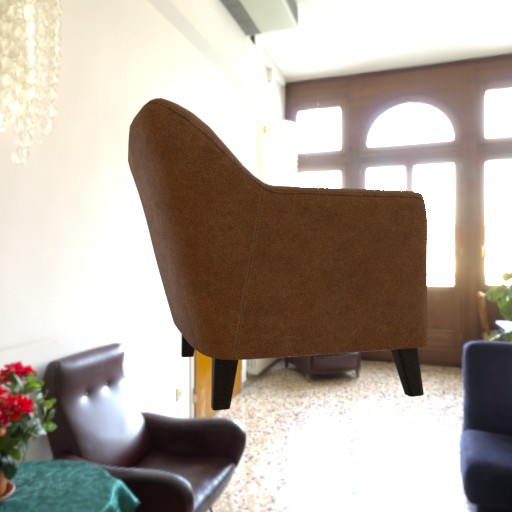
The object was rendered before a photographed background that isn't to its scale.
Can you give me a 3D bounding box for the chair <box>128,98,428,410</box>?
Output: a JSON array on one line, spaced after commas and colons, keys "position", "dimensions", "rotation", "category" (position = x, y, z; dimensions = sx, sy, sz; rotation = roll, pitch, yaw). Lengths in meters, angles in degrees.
[{"position": [0.000, 0.000, 1.868], "dimensions": [1.034, 0.980, 1.037], "rotation": [0, 0, -17], "category": "chair"}]
